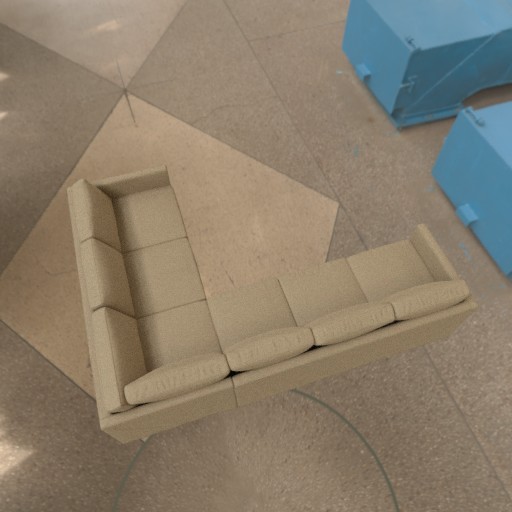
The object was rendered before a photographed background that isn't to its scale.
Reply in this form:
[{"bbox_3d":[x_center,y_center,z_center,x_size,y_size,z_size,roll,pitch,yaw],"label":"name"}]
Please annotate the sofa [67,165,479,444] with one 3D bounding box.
[{"bbox_3d":[0.000,0.000,4.280,3.182,0.871,2.432,-16,59,-10],"label":"sofa"}]
